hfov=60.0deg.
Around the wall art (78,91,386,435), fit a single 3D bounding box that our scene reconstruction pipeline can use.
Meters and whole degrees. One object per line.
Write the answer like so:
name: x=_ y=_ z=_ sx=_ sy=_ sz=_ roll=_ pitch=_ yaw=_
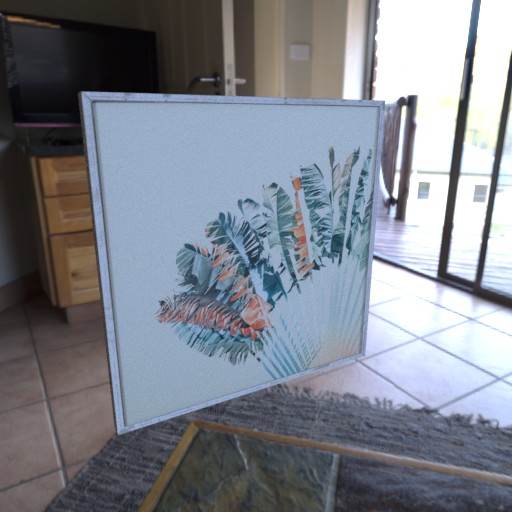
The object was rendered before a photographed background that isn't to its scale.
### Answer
wall art: x=0.000 y=0.000 z=1.121 sx=0.760 sy=0.757 sz=0.038 roll=-9 pitch=19 yaw=-27
